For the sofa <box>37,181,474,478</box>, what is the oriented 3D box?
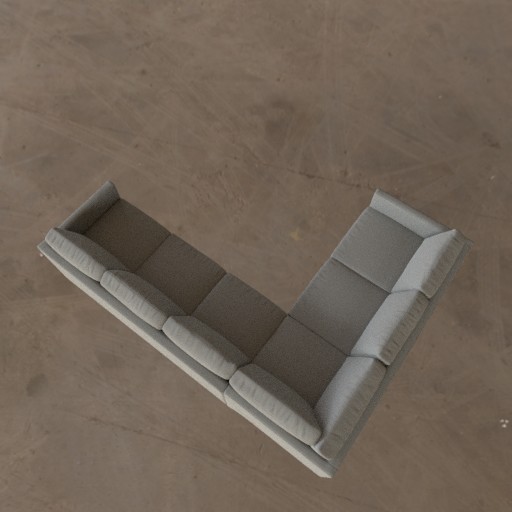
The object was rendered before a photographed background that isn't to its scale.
[{"bbox_3d":[0.000,0.000,4.249,3.182,0.871,2.432,34,69,15],"label":"sofa"}]
